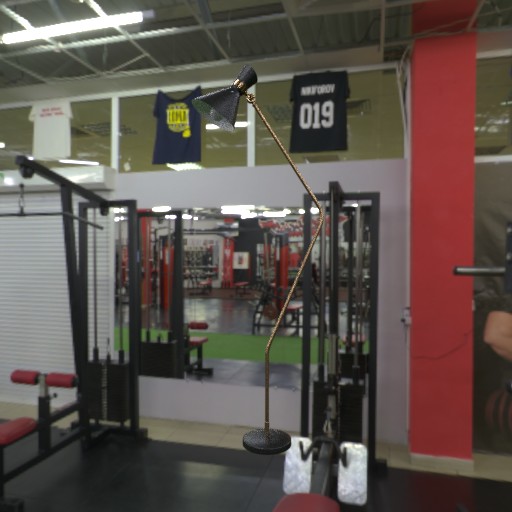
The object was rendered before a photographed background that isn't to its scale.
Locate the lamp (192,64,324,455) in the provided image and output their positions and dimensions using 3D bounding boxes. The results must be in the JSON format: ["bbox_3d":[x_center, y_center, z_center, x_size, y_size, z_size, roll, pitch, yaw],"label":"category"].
[{"bbox_3d":[0.000,0.000,1.656,0.467,1.438,0.277,0,0,18],"label":"lamp"}]
